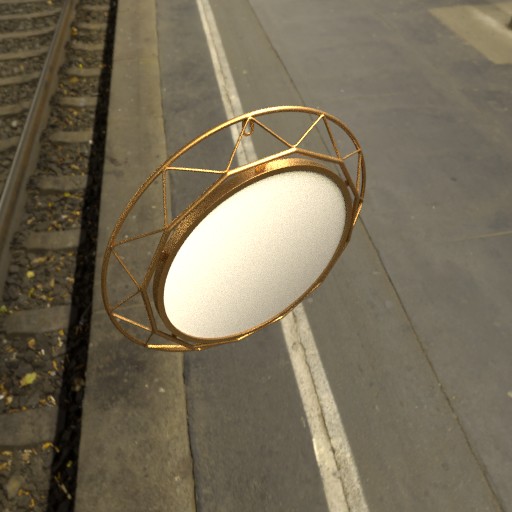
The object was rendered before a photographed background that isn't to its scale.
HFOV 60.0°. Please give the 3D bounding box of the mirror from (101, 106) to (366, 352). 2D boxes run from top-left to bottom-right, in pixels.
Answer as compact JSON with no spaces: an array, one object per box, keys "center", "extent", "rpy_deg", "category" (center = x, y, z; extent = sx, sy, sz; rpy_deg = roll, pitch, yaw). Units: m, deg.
[{"center":[0.000,0.000,0.672],"extent":[0.454,0.454,0.043],"rpy_deg":[-24,52,-21],"category":"mirror"}]
